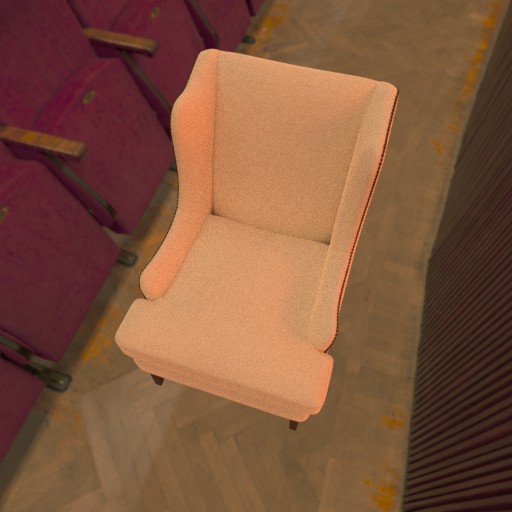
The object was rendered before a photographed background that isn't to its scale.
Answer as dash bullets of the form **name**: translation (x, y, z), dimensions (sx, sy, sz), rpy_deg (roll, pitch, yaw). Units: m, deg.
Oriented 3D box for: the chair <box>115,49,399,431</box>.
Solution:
- **chair**: translation (0.000, 0.000, 1.647), dimensions (0.737, 1.029, 0.940), rpy_deg (15, 59, 10)
